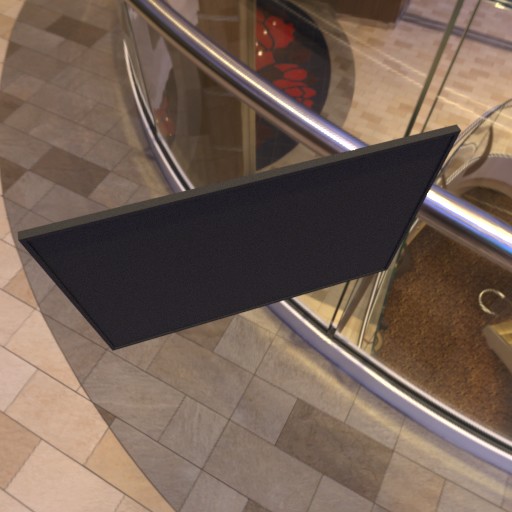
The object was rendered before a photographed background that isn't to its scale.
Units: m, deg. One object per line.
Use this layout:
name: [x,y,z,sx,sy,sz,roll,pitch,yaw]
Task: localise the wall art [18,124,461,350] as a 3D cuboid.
wall art: [0.000,0.000,1.492,1.190,0.805,0.028,-15,61,-9]
